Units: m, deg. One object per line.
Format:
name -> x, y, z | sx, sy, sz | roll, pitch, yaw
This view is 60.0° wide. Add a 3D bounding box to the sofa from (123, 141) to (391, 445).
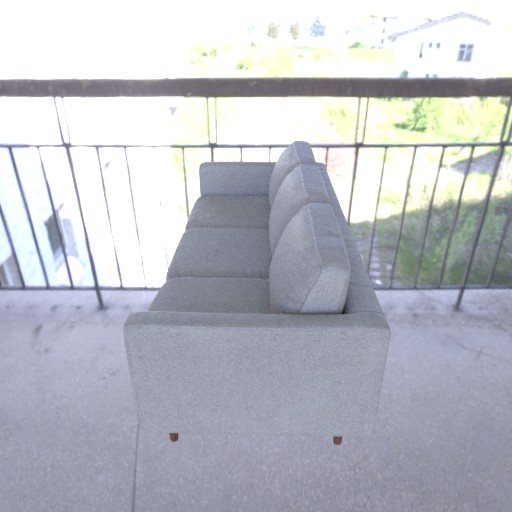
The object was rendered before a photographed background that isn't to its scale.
sofa -> 0.000, 0.000, 2.458 | 0.944, 0.918, 1.983 | 1, 28, 1
